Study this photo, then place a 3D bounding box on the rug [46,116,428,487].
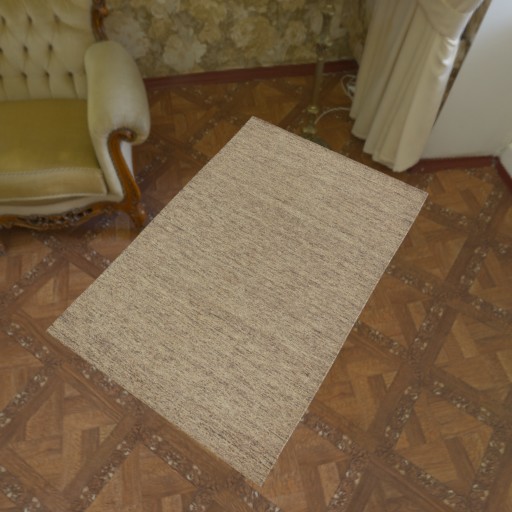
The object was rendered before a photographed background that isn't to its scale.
[{"bbox_3d":[0.000,0.000,2.960,1.547,0.013,2.283,29,62,17],"label":"rug"}]
